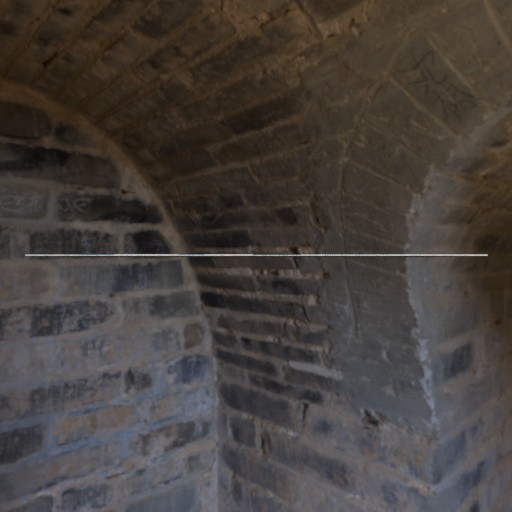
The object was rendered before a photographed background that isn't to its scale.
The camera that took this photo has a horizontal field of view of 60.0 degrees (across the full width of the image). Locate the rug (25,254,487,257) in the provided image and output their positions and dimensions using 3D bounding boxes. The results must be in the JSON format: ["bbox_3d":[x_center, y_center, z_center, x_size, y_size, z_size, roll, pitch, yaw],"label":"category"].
[{"bbox_3d":[0.000,0.000,2.708,2.437,0.008,0.774,0,-1,-1],"label":"rug"}]
